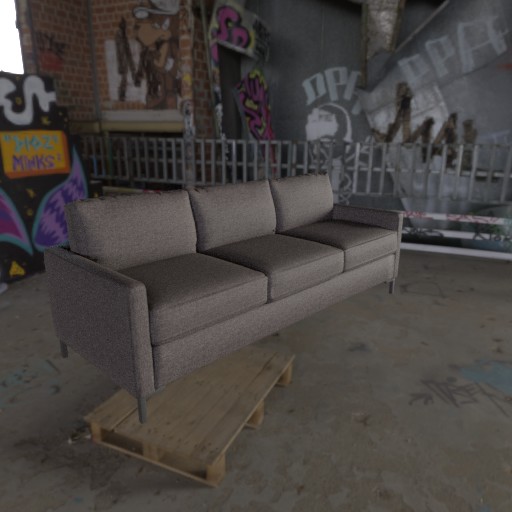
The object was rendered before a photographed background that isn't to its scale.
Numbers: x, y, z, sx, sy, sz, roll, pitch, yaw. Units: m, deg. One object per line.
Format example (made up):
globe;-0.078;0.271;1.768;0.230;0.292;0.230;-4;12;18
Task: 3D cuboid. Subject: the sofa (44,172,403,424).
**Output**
sofa;0.000;0.000;2.774;0.876;0.882;2.253;15;22;42
